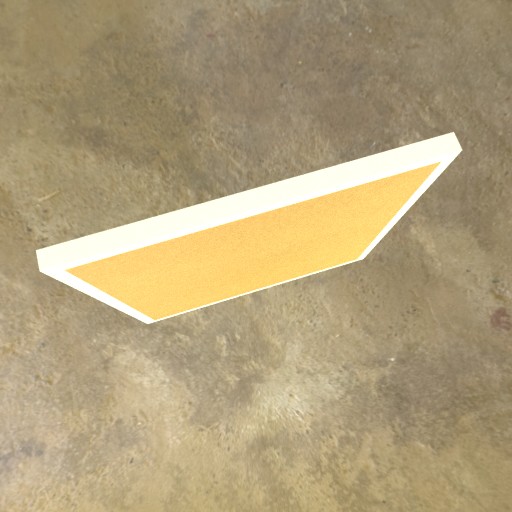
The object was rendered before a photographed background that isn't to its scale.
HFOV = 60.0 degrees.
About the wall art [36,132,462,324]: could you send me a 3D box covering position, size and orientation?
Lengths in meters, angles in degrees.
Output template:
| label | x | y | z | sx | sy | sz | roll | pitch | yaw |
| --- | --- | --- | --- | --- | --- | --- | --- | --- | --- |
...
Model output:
| label | x | y | z | sx | sy | sz | roll | pitch | yaw |
| --- | --- | --- | --- | --- | --- | --- | --- | --- | --- |
| wall art | 0.000 | 0.000 | 1.137 | 0.763 | 0.761 | 0.038 | -16 | 75 | -4 |
